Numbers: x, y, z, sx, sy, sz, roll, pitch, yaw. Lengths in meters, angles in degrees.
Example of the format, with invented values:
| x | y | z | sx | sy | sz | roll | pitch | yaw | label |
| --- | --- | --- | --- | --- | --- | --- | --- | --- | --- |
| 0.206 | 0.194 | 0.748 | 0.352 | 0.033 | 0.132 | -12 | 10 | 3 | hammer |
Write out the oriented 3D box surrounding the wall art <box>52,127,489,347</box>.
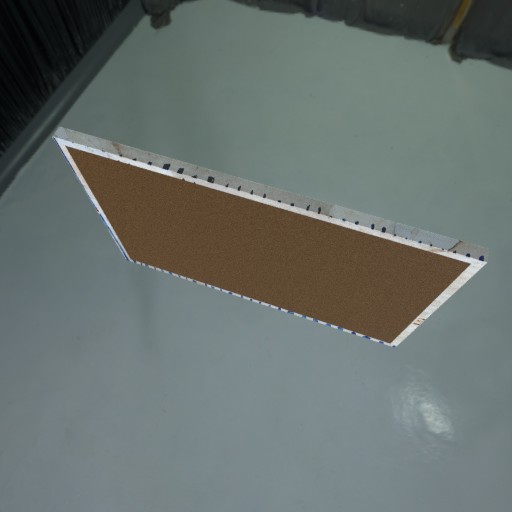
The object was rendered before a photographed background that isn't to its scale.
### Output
| x | y | z | sx | sy | sz | roll | pitch | yaw | label |
| --- | --- | --- | --- | --- | --- | --- | --- | --- | --- |
| 0.000 | 0.000 | 1.166 | 0.919 | 0.609 | 0.030 | 17 | 65 | 8 | wall art |
